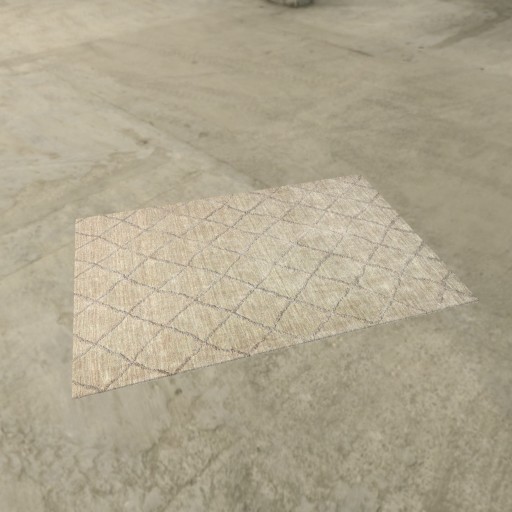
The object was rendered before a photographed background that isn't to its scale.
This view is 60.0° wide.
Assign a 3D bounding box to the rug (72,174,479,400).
[{"bbox_3d":[0.000,0.000,2.913,2.280,0.015,1.521,-11,42,-12],"label":"rug"}]
